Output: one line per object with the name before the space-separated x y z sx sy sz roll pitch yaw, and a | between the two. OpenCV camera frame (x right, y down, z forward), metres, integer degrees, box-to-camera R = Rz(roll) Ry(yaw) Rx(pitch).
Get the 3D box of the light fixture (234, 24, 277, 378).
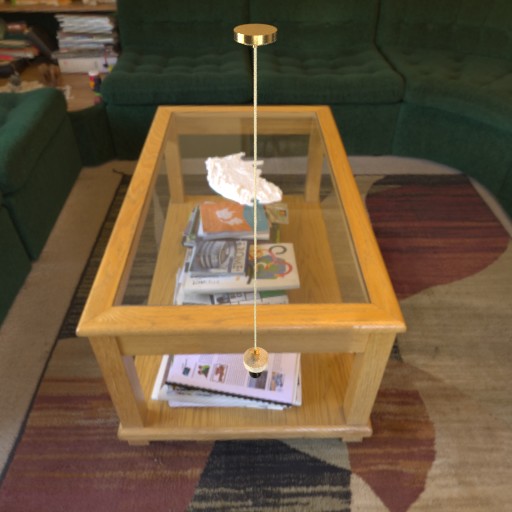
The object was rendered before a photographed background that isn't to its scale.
light fixture | 0.000 0.000 1.780 0.129 1.669 0.129 -12 43 -14
